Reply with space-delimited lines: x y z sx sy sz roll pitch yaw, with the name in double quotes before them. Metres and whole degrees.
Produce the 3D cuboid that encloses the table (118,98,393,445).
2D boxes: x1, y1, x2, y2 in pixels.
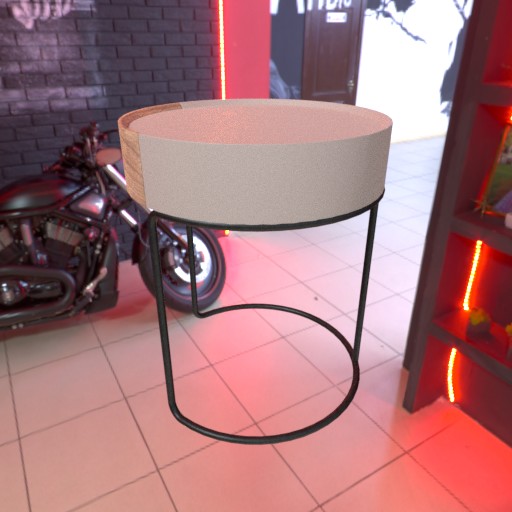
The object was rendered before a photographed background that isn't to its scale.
"table" 0.000 0.000 0.866 0.450 0.530 0.450 0 26 0
